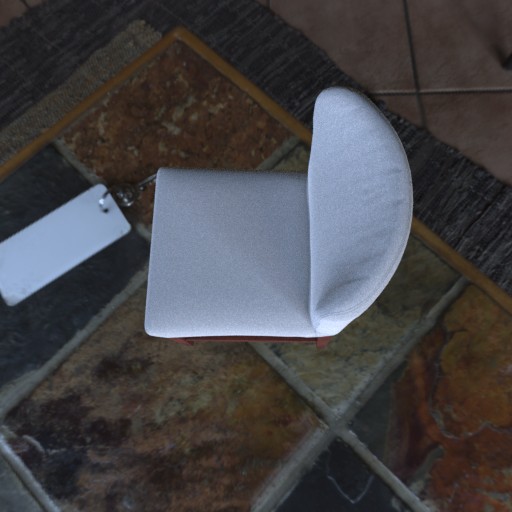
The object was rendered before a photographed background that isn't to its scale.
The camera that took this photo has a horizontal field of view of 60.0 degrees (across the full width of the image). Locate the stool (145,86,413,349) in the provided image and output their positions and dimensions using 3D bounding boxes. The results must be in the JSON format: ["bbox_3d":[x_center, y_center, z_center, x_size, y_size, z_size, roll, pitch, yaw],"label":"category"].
[{"bbox_3d":[0.000,0.000,1.256,0.568,0.968,0.479,1,74,0],"label":"stool"}]
